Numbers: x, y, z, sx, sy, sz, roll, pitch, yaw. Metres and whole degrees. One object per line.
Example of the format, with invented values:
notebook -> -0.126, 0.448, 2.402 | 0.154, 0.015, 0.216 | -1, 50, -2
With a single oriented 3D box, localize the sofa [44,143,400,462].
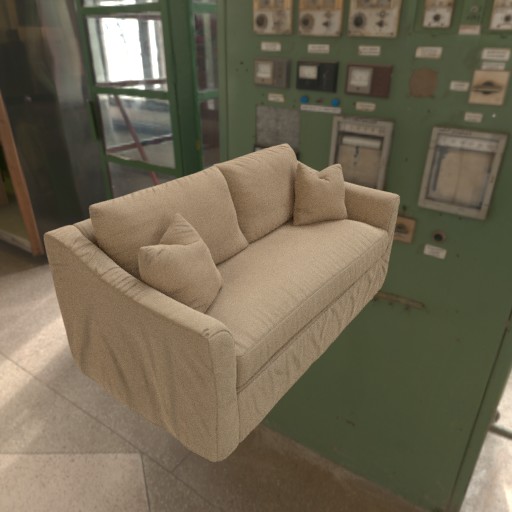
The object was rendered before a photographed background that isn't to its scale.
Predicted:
sofa -> 0.000, 0.000, 2.678 | 1.072, 1.018, 2.010 | 18, 32, 32
